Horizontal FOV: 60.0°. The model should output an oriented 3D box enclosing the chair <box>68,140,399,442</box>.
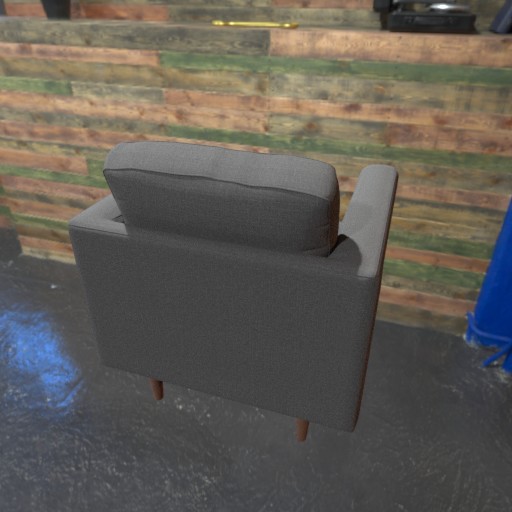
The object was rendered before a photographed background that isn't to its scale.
[{"bbox_3d":[0.000,0.000,1.530,0.854,0.927,0.800,10,33,16],"label":"chair"}]
